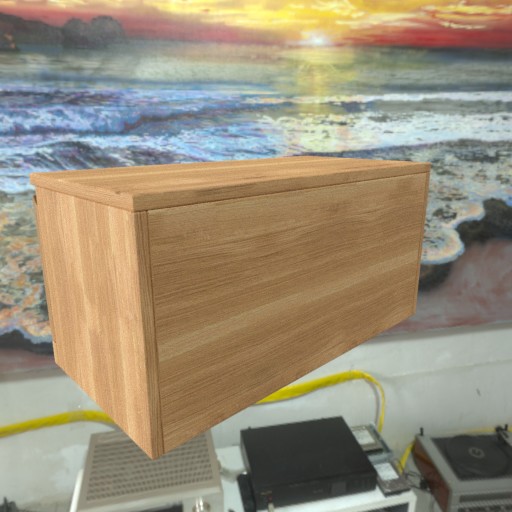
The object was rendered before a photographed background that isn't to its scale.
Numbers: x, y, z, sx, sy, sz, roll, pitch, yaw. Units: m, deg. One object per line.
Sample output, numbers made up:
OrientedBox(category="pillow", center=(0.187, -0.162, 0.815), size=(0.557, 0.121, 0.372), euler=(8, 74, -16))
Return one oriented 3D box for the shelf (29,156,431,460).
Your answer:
OrientedBox(category="shelf", center=(0.000, 0.000, 1.013), size=(0.800, 0.400, 0.400), euler=(-15, 22, -41))
